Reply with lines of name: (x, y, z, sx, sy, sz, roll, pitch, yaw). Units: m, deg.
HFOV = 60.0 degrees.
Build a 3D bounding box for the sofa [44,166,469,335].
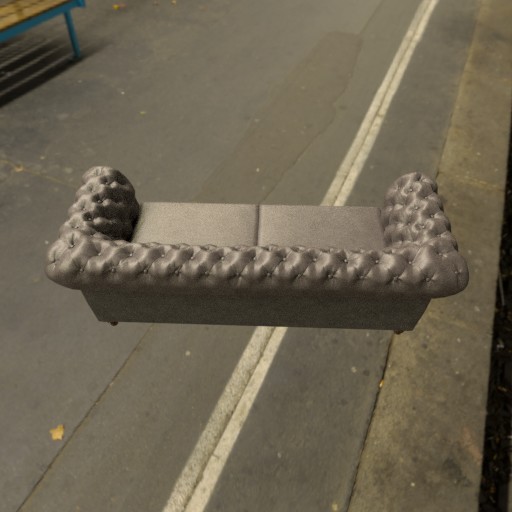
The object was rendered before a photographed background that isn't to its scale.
sofa: (0.000, 0.000, 2.905, 2.385, 0.783, 0.944, 2, 47, 1)
